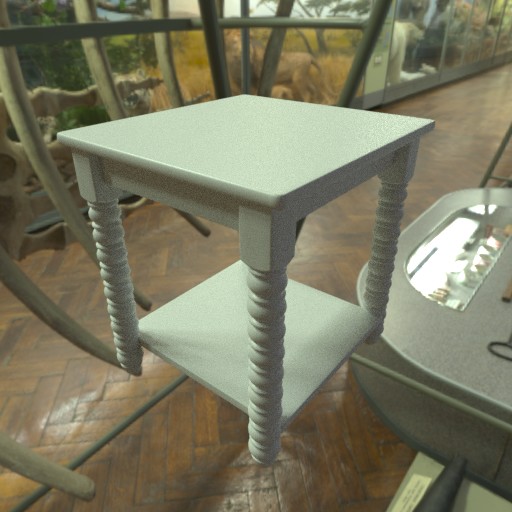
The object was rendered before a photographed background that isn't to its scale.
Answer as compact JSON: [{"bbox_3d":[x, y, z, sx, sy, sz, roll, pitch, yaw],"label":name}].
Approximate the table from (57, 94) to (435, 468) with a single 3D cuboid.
[{"bbox_3d":[0.000,0.000,0.975,0.500,0.563,0.533,21,35,33],"label":"table"}]
